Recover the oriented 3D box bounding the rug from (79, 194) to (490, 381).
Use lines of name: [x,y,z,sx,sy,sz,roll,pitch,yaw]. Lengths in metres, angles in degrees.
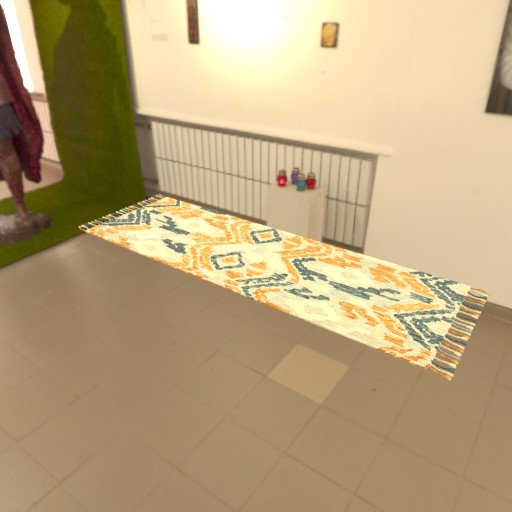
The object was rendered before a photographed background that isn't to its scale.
rug: [0.000,0.000,2.639,2.437,0.010,0.783,19,34,30]
